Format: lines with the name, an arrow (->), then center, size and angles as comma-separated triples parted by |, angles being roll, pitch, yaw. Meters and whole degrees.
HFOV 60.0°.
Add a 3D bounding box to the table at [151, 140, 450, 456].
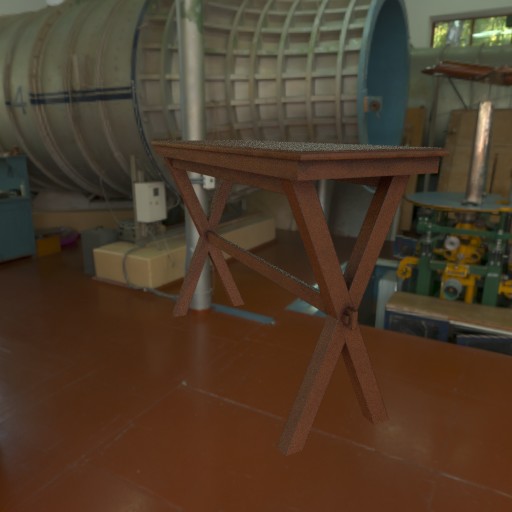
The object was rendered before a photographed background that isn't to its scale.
table -> 0.000, 0.000, 1.548 | 0.399, 0.763, 1.197 | -8, 17, -25
